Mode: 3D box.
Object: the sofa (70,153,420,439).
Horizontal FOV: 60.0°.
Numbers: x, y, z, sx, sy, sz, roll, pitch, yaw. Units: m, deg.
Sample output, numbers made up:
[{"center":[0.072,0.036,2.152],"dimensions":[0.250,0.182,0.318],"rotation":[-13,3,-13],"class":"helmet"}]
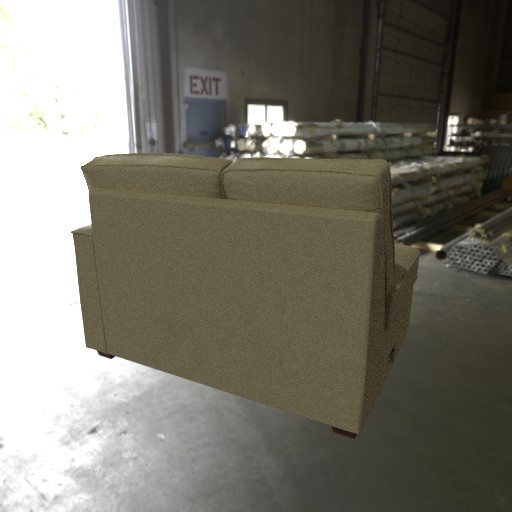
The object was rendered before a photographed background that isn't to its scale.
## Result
[{"center":[0.000,0.000,2.122],"dimensions":[1.388,0.989,0.991],"rotation":[9,18,27],"class":"sofa"}]
